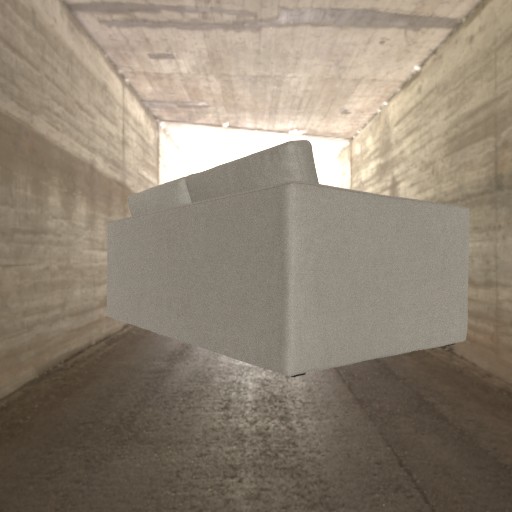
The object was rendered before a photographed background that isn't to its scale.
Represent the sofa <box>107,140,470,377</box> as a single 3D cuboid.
[{"bbox_3d":[0.000,0.000,2.493,1.091,0.839,1.905,0,-1,-36],"label":"sofa"}]
